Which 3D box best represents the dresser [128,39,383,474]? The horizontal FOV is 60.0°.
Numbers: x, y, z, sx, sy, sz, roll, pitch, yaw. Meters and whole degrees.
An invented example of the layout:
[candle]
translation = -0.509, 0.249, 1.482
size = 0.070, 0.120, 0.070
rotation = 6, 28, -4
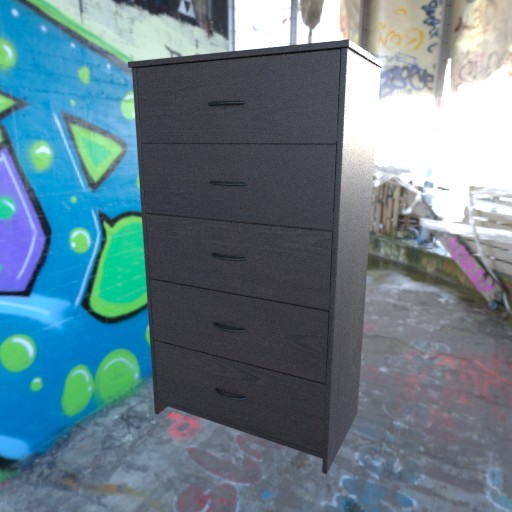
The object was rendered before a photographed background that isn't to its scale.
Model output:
[dresser]
translation = 0.000, 0.000, 1.546
size = 0.704, 1.254, 0.418
rotation = 8, 17, 27
